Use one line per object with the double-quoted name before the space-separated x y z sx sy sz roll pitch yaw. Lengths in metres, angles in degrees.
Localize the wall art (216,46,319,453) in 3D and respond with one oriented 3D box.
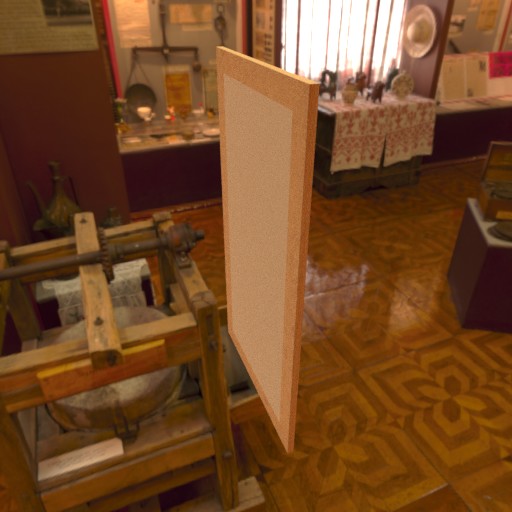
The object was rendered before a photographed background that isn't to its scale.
"wall art" 0.000 0.000 0.840 0.013 0.683 0.381 -11 33 -18
